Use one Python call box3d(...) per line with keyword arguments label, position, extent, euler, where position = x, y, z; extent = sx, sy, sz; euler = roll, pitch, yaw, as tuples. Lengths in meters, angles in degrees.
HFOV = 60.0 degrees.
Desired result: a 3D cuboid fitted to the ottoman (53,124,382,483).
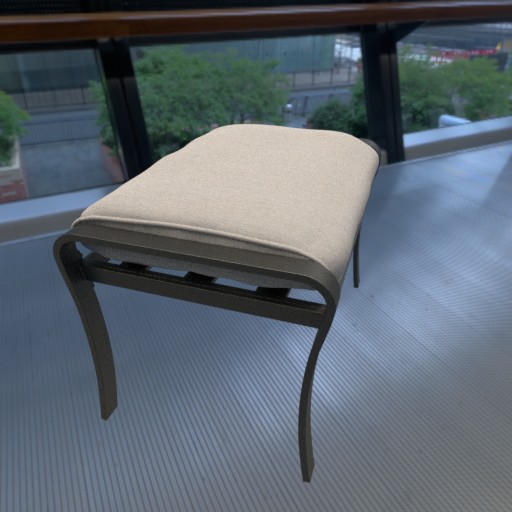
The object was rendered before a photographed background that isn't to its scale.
box3d(label="ottoman", position=(0.000, 0.000, 0.893), extent=(0.406, 0.422, 0.610), euler=(10, 32, 16))
